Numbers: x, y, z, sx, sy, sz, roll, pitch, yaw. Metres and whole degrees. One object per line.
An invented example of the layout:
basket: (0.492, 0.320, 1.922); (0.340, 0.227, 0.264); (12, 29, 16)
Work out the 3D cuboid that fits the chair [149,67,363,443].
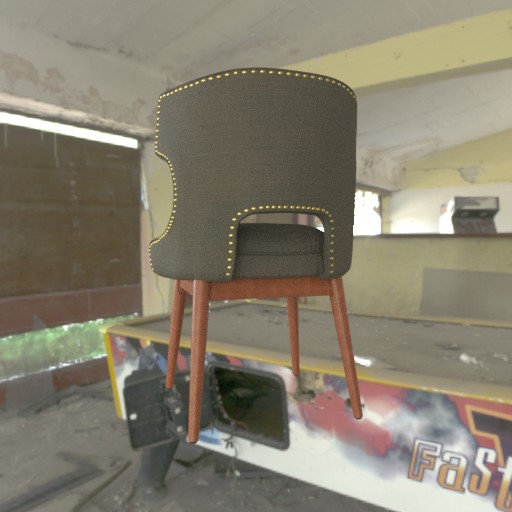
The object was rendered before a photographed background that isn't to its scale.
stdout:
chair: (0.000, 0.000, 1.280); (0.595, 0.863, 0.581); (-1, 2, -19)
